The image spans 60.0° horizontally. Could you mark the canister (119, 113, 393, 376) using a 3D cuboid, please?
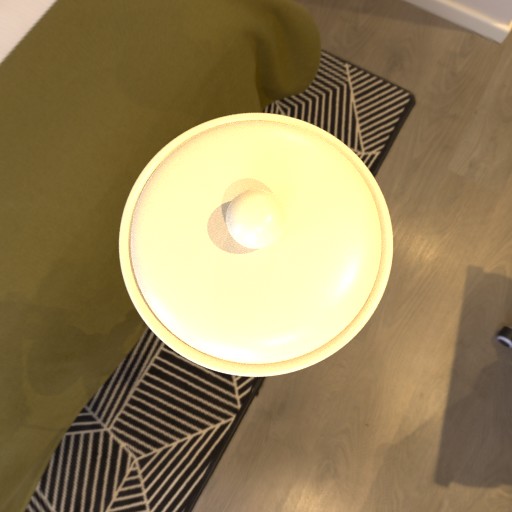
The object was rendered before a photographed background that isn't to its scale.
[{"bbox_3d":[0.000,0.000,0.350,0.181,0.211,0.181,0,76,0],"label":"canister"}]
